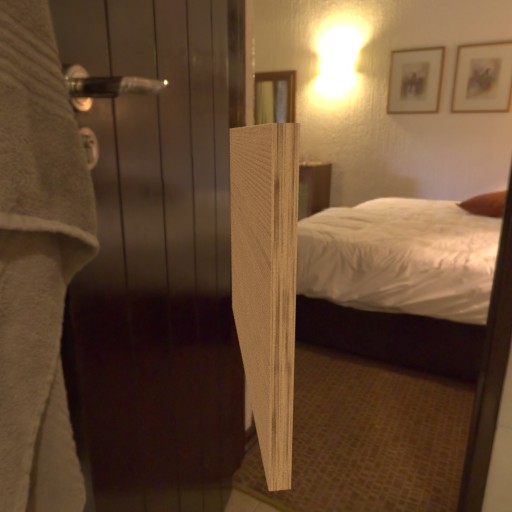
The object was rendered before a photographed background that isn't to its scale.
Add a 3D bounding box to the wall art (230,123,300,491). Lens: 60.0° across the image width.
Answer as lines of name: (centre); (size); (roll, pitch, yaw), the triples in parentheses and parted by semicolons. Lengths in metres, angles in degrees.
wall art: (0.000, 0.000, 1.090); (0.063, 0.609, 0.841); (-2, 16, -7)
